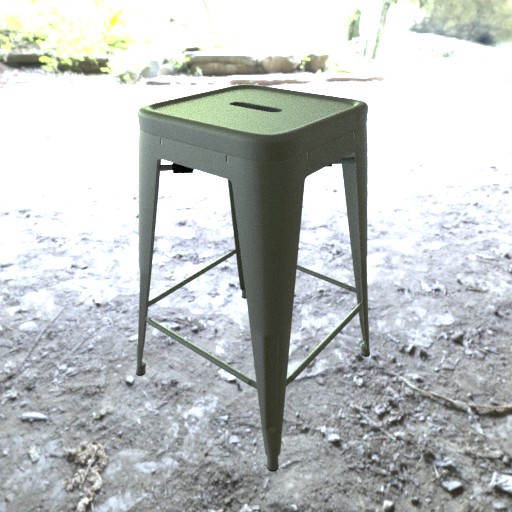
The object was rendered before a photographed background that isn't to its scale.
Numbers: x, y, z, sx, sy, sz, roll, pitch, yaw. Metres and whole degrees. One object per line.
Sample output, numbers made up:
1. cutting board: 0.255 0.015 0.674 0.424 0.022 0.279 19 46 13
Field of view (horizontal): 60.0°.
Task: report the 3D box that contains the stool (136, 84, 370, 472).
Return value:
1. stool: 0.000 0.000 0.918 0.410 0.608 0.410 22 37 32
